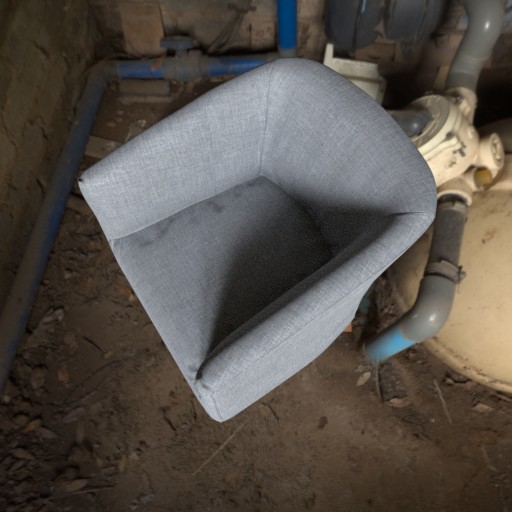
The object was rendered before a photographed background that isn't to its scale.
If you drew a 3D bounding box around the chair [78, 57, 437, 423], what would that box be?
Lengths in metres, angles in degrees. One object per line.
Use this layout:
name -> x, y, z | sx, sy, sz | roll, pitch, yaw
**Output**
chair -> 0.000, 0.000, 1.239 | 0.668, 0.771, 0.600 | -31, 68, -14
